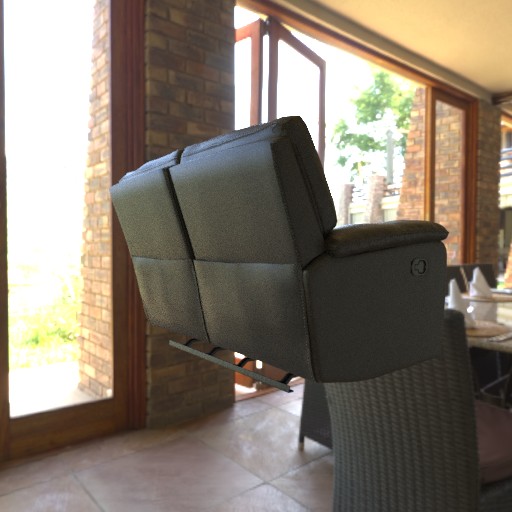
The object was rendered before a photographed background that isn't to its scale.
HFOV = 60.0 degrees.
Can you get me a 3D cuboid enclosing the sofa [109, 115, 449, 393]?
[{"bbox_3d":[0.000,0.000,2.458,1.104,1.111,1.765,-1,2,-37],"label":"sofa"}]
